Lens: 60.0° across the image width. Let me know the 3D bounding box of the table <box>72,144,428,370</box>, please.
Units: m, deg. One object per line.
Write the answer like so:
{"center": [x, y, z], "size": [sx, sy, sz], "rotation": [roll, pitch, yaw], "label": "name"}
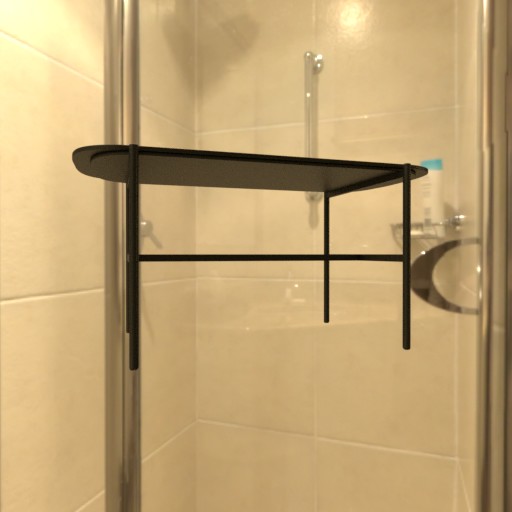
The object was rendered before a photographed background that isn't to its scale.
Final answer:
{"center": [0.000, 0.000, 1.051], "size": [0.800, 0.400, 0.400], "rotation": [0, 0, -17], "label": "table"}
